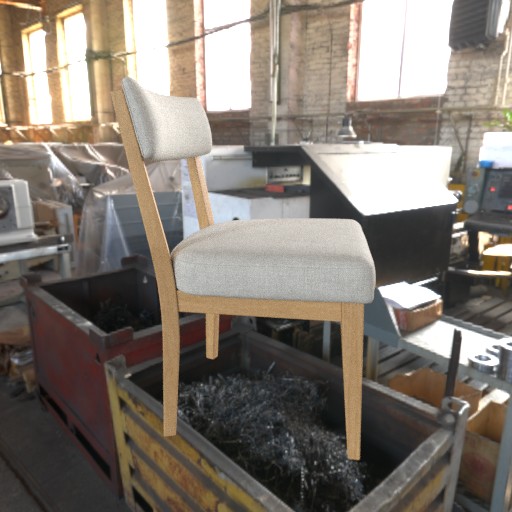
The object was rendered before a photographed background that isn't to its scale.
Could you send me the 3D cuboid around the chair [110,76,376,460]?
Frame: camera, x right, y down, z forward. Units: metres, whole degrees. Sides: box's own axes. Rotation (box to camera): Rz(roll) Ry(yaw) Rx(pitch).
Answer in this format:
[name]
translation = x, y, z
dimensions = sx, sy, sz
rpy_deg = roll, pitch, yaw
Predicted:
[chair]
translation = 0.000, 0.000, 1.164
dimensions = 0.572, 0.832, 0.508
rpy_deg = 2, 15, 9
